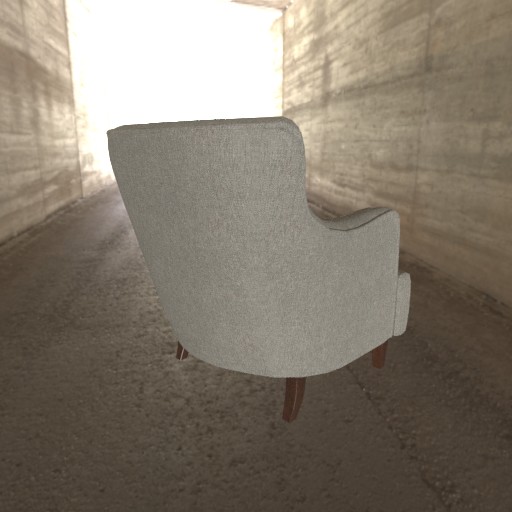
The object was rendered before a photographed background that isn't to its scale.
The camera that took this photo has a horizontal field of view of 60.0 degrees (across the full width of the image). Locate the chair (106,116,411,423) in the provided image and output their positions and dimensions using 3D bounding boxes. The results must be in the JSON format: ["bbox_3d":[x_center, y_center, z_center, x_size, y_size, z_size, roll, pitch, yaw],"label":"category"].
[{"bbox_3d":[0.000,0.000,1.586,0.910,0.920,0.820,-14,19,-43],"label":"chair"}]
